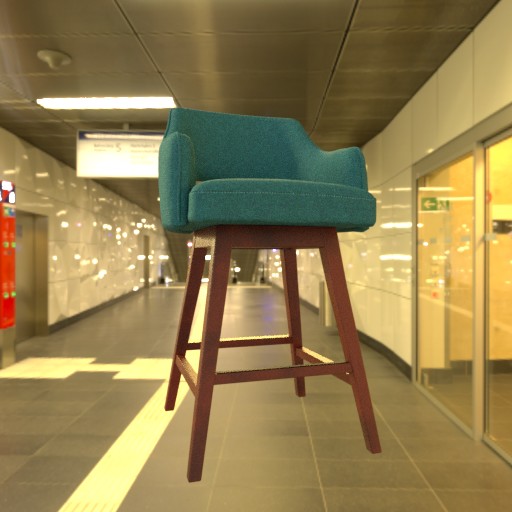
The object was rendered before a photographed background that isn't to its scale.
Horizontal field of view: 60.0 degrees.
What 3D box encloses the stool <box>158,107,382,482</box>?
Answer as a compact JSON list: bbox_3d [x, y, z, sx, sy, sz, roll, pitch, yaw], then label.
[{"bbox_3d":[0.000,0.000,1.267,0.548,0.961,0.556,0,0,-18],"label":"stool"}]
